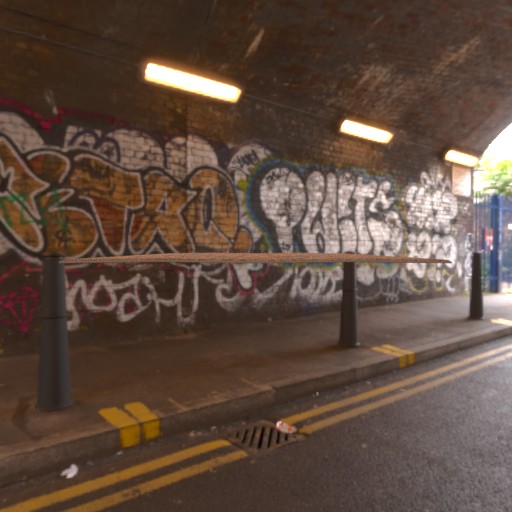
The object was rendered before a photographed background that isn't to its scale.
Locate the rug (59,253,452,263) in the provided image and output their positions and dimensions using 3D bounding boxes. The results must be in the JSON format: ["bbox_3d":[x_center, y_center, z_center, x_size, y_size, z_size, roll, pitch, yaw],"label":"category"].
[{"bbox_3d":[0.000,0.000,3.739,2.043,0.026,2.901,0,1,0],"label":"rug"}]
